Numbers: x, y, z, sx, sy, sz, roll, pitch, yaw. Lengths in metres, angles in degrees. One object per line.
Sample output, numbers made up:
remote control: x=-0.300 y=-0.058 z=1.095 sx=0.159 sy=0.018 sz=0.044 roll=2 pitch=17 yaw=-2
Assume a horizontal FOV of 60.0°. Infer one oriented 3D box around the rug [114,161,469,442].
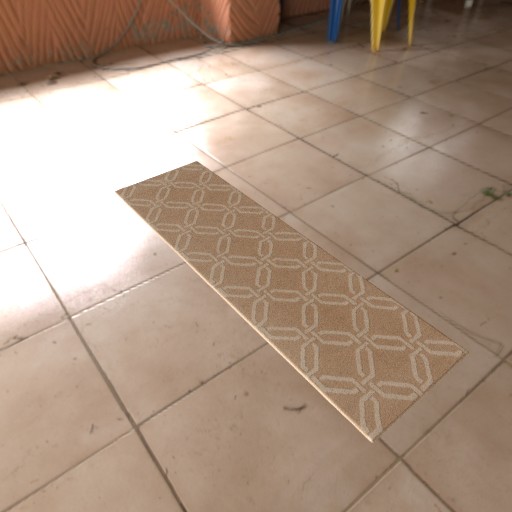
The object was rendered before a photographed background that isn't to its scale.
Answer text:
rug: x=0.000 y=0.000 z=2.537 sx=0.678 sy=0.014 sz=2.276 roll=-28 pitch=48 yaw=-28
